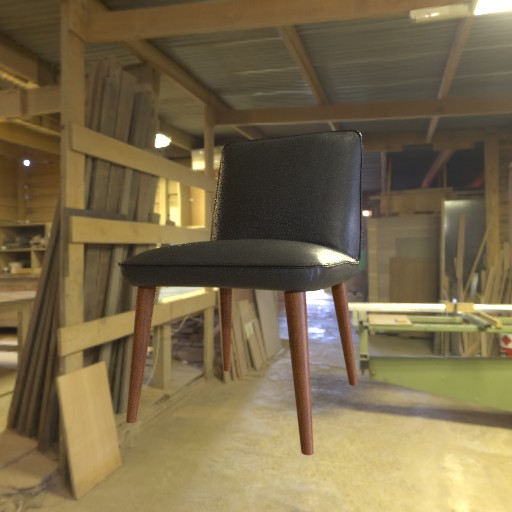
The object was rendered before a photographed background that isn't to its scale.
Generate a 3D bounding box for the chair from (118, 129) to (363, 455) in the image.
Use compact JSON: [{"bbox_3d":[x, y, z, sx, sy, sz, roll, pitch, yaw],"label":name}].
[{"bbox_3d":[0.000,0.000,1.227,0.543,0.801,0.645,0,0,18],"label":"chair"}]
